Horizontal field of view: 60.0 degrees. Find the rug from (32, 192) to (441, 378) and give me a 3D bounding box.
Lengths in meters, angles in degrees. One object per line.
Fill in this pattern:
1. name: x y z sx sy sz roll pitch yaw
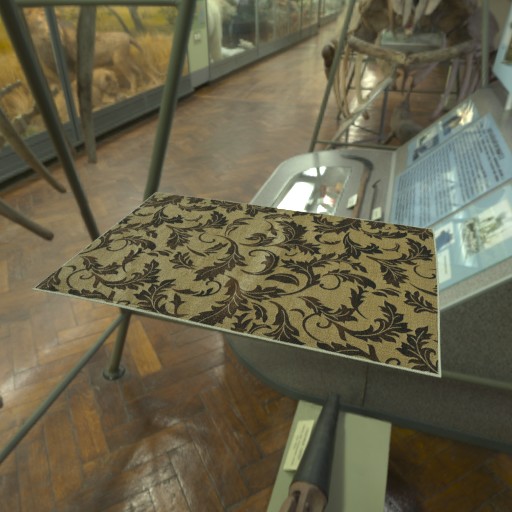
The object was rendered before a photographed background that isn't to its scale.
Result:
1. rug: 0.000 0.000 2.928 2.284 0.008 1.522 9 33 15
